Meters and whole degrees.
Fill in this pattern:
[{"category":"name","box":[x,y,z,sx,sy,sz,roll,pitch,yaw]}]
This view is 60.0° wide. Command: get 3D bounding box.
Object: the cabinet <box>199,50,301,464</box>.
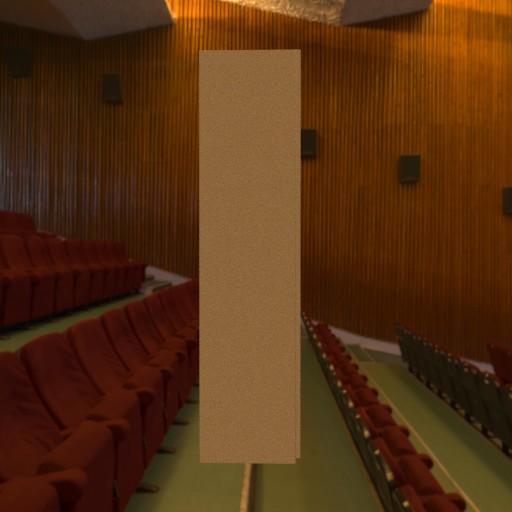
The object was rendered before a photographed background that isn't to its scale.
[{"category":"cabinet","box":[0.000,0.000,3.890,0.590,2.370,2.700,0,0,1]}]
